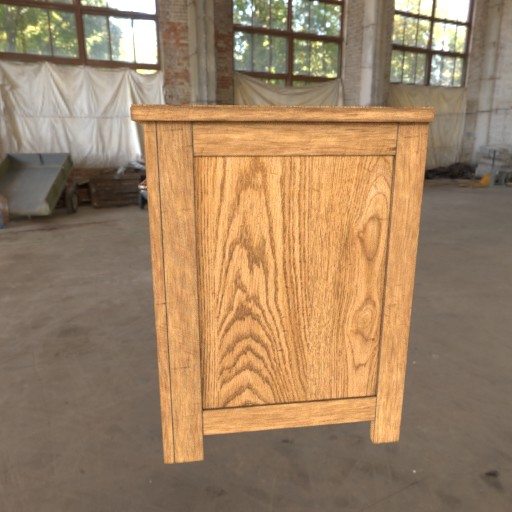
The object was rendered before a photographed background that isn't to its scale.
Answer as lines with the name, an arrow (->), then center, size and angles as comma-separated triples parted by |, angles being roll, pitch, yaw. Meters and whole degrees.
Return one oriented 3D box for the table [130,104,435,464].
table -> 0.000, 0.000, 1.034 | 0.494, 0.625, 0.601 | -2, 15, -8
